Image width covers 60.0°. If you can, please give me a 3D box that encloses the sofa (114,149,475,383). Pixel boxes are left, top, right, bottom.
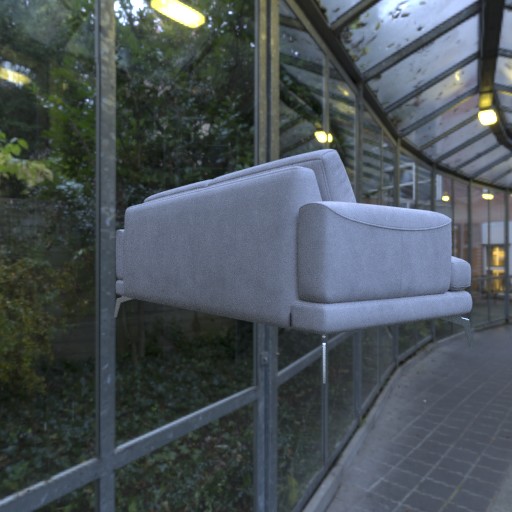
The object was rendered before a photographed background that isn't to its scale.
[{"bbox_3d":[0.000,0.000,2.501,0.980,0.830,2.013,0,0,-37],"label":"sofa"}]
